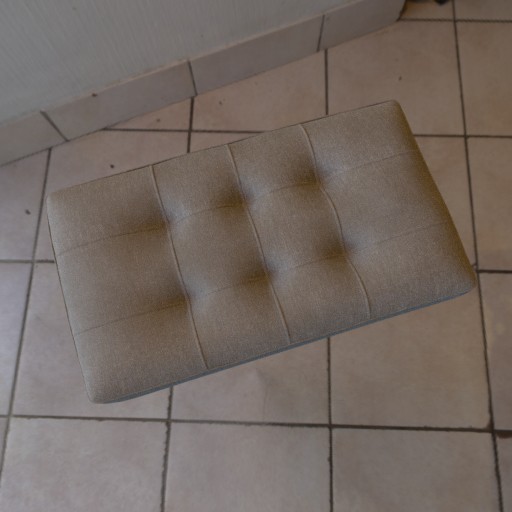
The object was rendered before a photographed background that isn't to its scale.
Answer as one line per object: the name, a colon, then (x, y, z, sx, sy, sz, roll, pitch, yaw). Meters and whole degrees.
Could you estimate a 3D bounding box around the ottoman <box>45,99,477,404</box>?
ottoman: (0.000, 0.000, 1.464, 1.143, 0.514, 0.648, -16, 76, -4)
